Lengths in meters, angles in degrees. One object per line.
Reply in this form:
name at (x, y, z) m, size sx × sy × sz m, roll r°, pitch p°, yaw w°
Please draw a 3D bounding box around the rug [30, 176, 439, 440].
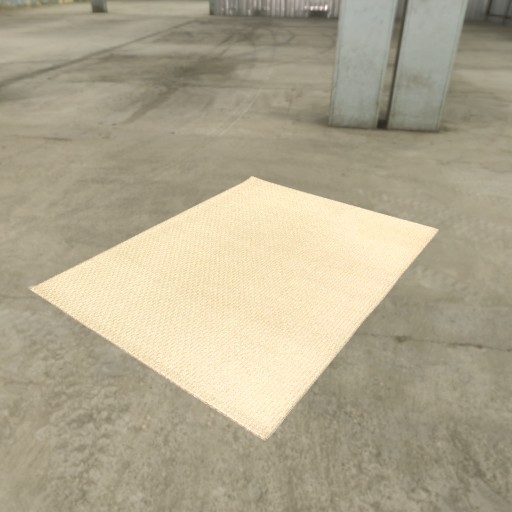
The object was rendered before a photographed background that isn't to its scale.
rug at (0.000, 0.000, 3.871) m, size 2.277 × 0.035 × 2.897 m, roll 21°, pitch 38°, yaw 30°
